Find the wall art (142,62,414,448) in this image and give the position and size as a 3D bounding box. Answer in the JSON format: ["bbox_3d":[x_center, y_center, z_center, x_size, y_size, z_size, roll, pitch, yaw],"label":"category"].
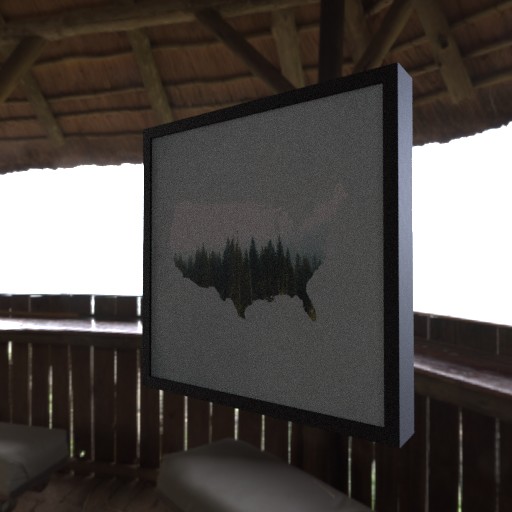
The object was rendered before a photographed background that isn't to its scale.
[{"bbox_3d":[0.000,0.000,0.453,0.304,0.304,0.038,-1,-1,36],"label":"wall art"}]
